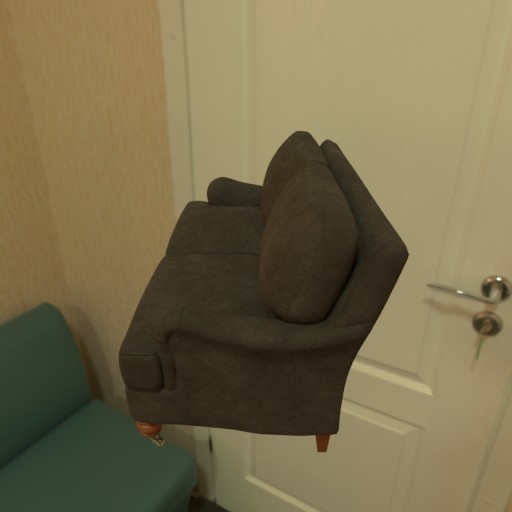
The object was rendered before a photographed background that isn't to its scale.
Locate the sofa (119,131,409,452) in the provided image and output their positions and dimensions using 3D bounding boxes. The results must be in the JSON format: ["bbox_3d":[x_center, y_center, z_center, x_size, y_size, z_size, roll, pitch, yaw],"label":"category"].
[{"bbox_3d":[0.000,0.000,2.498,1.084,1.101,1.853,0,26,1],"label":"sofa"}]
